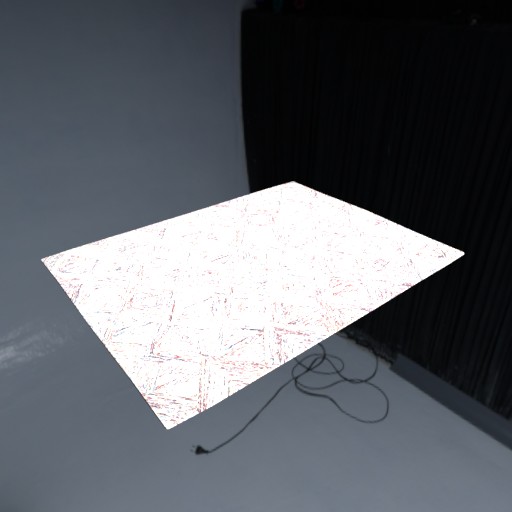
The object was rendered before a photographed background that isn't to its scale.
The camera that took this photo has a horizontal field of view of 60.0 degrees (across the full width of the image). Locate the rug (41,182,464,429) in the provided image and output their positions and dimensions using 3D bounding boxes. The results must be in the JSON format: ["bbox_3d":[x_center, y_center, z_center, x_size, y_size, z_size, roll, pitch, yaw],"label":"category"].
[{"bbox_3d":[0.000,0.000,4.193,3.226,0.024,2.436,-22,37,-33],"label":"rug"}]
